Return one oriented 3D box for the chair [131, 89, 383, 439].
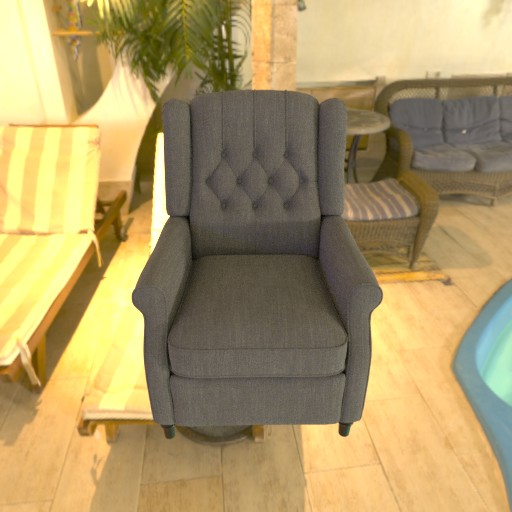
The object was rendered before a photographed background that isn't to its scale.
[{"bbox_3d":[0.000,0.000,1.603,0.742,1.035,0.898,0,30,-1],"label":"chair"}]
